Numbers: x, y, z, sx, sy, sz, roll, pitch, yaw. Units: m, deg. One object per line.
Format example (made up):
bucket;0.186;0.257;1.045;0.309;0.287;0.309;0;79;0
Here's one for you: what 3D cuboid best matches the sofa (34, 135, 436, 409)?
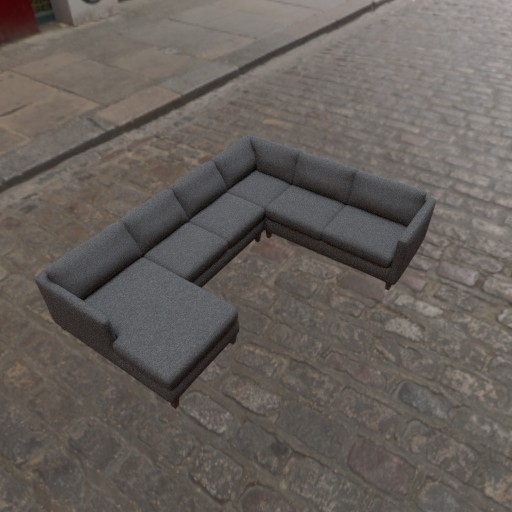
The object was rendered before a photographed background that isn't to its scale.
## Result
sofa;0.000;0.000;4.480;2.551;0.853;3.238;25;48;25
